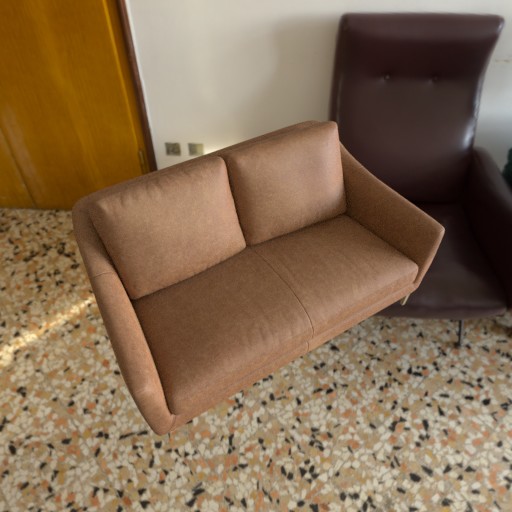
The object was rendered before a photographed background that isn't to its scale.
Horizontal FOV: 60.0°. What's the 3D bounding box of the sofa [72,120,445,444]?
[{"bbox_3d":[0.000,0.000,2.238,1.619,0.902,0.960,-24,51,-22],"label":"sofa"}]
